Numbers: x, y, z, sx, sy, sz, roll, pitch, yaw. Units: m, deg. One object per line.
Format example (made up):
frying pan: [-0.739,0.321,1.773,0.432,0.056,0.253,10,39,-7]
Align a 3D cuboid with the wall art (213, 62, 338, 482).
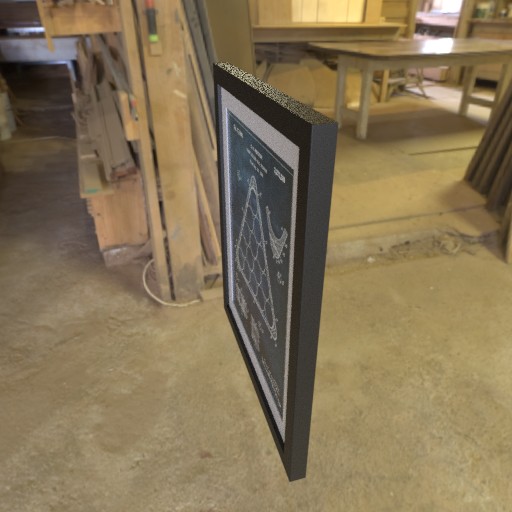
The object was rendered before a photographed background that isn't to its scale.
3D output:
wall art: [0.000,0.000,0.692,0.025,0.508,0.432,-8,31,-14]
